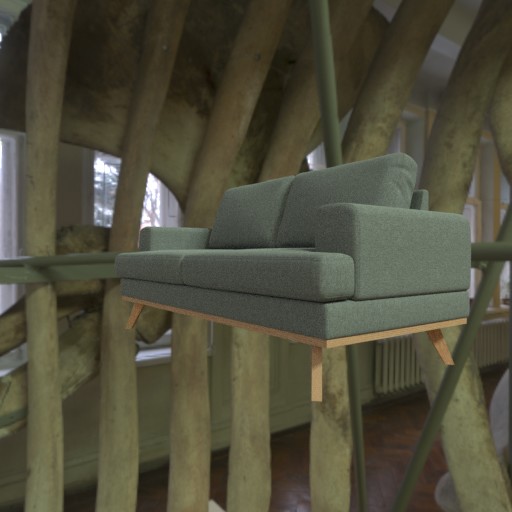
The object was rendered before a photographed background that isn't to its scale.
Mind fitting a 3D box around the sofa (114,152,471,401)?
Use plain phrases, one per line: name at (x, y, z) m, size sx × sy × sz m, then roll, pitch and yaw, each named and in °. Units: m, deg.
sofa at (0.000, 0.000, 2.055) m, size 0.785 × 0.810 × 1.650 m, roll 0°, pitch 0°, yaw -36°
